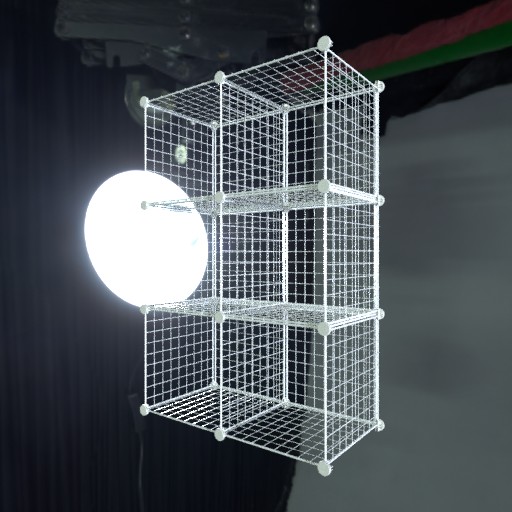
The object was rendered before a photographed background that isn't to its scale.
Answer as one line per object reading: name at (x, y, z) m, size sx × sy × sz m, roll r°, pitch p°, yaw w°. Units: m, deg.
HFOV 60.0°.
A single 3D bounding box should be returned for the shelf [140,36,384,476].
shelf at (0.000, 0.000, 1.421) m, size 0.711 × 1.067 × 0.356 m, roll 0°, pitch 0°, yaw 37°
